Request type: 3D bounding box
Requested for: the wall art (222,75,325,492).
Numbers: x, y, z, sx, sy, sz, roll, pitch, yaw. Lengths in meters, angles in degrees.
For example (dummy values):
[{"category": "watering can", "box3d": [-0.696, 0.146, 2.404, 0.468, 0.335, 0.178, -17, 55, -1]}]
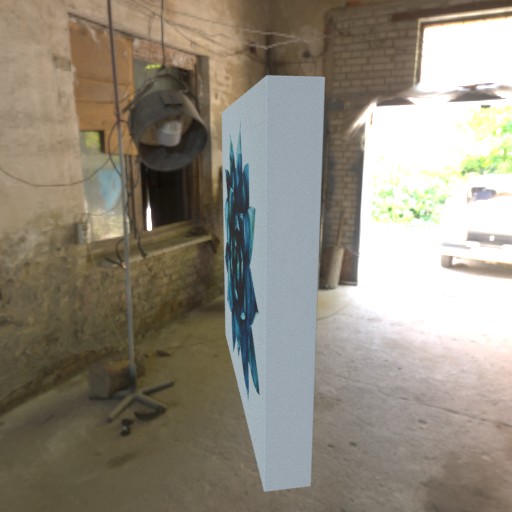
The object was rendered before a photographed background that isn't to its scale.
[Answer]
[{"category": "wall art", "box3d": [0.000, 0.000, 0.459, 0.038, 0.305, 0.305, -2, 14, -9]}]
